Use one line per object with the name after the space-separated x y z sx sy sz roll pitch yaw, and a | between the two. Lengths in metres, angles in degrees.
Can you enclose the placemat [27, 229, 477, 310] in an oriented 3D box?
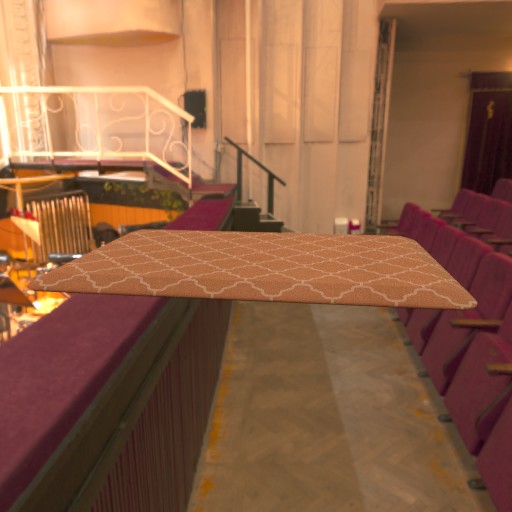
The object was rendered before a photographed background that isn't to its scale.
0.000 0.000 0.958 0.762 0.021 0.508 2 14 7 | placemat
